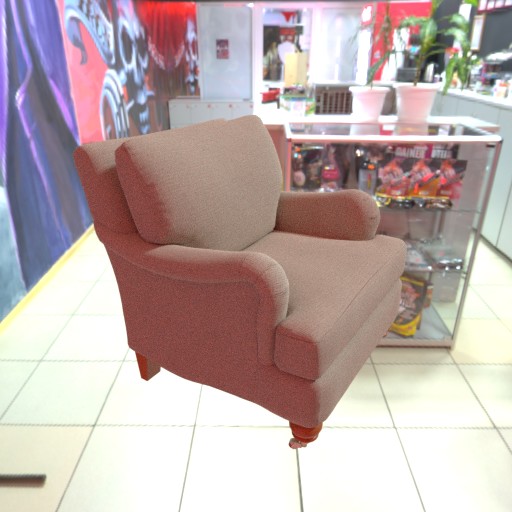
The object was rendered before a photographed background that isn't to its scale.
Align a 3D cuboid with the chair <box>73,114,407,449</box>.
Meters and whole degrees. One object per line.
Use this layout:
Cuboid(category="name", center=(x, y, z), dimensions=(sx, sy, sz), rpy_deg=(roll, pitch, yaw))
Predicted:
Cuboid(category="chair", center=(0.000, 0.000, 1.882), dimensions=(1.070, 1.038, 0.955), rpy_deg=(16, 29, 30))
